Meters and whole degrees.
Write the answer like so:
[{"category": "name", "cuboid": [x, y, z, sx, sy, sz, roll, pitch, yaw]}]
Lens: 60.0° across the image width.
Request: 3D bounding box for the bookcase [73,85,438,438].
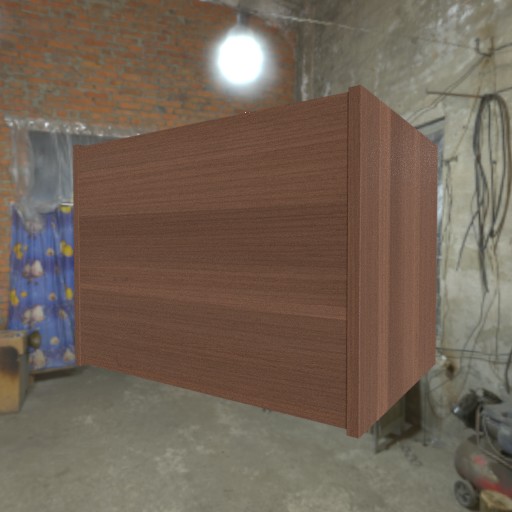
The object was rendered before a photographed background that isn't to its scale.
[{"category": "bookcase", "cuboid": [0.000, 0.000, 0.618, 0.415, 0.305, 0.290, 1, 2, 34]}]
